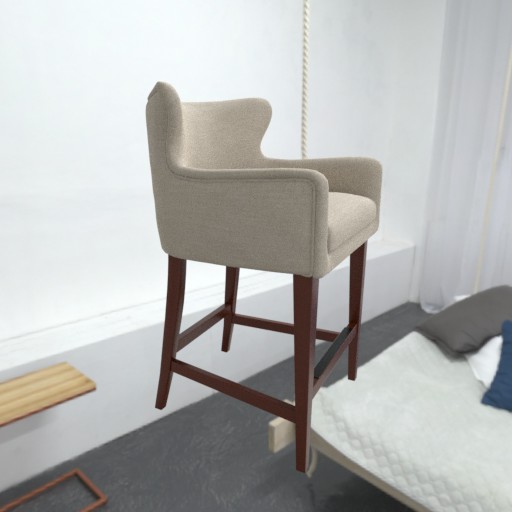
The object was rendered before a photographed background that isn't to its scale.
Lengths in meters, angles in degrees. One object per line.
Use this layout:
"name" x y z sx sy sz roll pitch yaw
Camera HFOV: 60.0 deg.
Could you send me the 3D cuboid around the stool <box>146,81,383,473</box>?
"stool" 0.000 0.000 1.395 0.637 0.987 0.615 8 17 26
